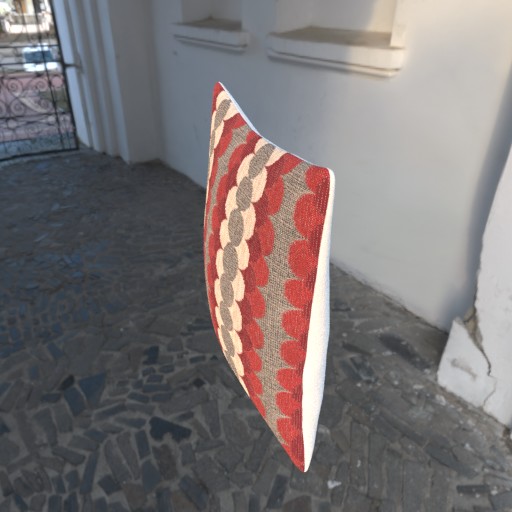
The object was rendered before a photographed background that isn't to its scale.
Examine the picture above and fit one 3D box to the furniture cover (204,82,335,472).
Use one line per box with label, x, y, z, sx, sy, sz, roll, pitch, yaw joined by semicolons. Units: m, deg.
furniture cover;0.000;0.000;0.653;0.145;0.420;0.435;-9;32;-15
